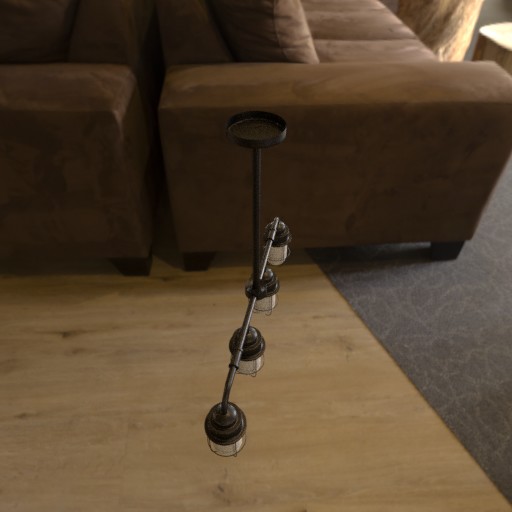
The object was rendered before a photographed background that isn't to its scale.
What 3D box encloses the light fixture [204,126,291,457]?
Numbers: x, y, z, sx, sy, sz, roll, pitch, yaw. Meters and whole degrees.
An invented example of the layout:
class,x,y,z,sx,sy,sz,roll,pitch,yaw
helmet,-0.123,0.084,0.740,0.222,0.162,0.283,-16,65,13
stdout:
class,x,y,z,sx,sy,sz,roll,pitch,yaw
light fixture,0.000,0.000,1.228,0.131,0.785,0.852,8,44,9
